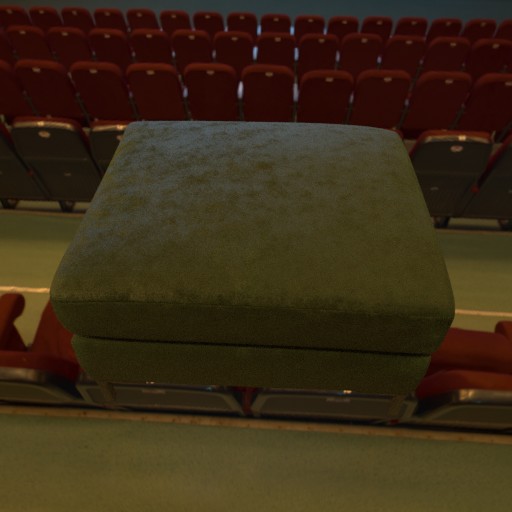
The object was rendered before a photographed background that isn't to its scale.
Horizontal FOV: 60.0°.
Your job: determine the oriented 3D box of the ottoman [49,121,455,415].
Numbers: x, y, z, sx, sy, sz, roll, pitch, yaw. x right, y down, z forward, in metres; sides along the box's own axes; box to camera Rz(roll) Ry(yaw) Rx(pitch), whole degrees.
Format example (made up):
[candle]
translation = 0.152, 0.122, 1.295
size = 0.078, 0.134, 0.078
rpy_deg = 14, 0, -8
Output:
[ottoman]
translation = 0.000, 0.000, 1.259
size = 0.839, 0.538, 0.701
rpy_deg = 2, 46, 2
